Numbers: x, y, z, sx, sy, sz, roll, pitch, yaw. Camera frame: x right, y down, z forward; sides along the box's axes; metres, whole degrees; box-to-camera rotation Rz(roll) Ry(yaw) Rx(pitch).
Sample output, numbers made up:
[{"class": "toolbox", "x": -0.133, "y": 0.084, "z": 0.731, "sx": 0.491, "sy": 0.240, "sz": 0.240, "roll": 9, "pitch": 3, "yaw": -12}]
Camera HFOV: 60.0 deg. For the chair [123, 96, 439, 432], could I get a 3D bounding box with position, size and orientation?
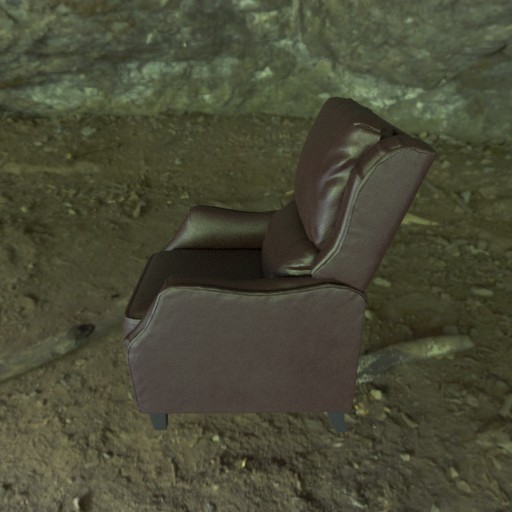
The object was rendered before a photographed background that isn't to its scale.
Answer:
[{"class": "chair", "x": 0.000, "y": 0.000, "z": 1.732, "sx": 0.982, "sy": 1.132, "sz": 0.770, "roll": 0, "pitch": 26, "yaw": -1}]
